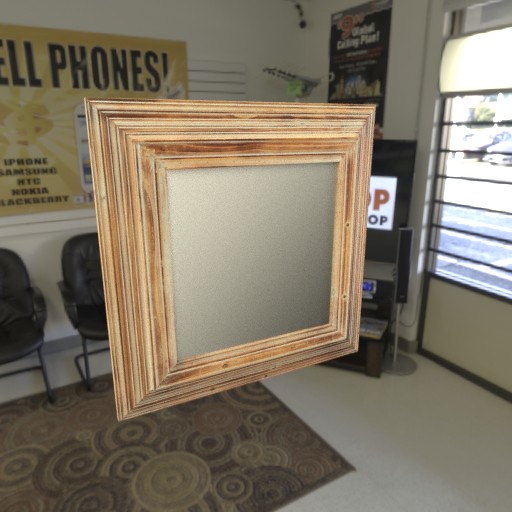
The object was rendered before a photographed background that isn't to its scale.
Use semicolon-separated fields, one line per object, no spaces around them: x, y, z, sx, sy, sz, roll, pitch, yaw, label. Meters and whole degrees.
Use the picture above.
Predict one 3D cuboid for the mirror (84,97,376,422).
0.000;0.000;1.222;0.804;0.804;0.061;-9;19;-27;mirror
